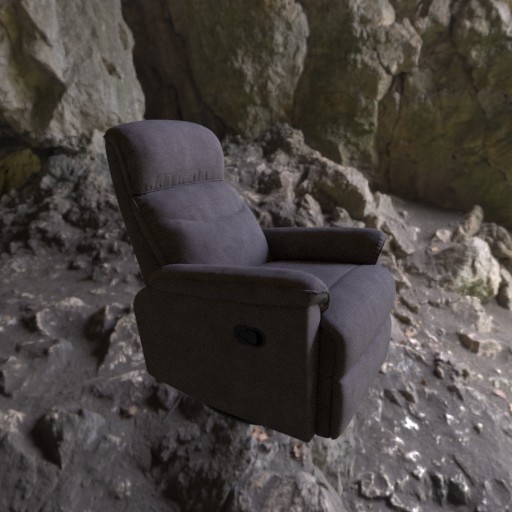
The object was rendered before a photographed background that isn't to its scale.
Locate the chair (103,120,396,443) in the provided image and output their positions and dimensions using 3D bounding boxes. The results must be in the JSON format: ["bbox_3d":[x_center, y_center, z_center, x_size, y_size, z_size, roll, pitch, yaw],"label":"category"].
[{"bbox_3d":[0.000,0.000,1.748,1.009,1.036,0.830,9,18,28],"label":"chair"}]
